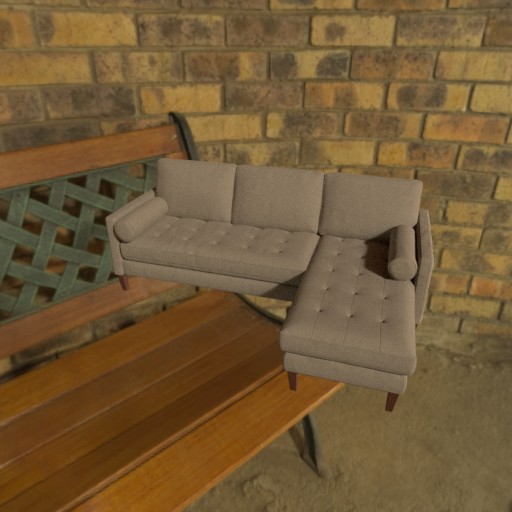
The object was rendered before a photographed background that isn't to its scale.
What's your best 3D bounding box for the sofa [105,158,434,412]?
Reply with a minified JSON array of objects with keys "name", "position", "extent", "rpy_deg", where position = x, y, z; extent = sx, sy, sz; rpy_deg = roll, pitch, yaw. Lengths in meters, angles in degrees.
[{"name":"sofa","position":[0.000,0.000,2.941],"extent":[2.178,0.875,1.506],"rpy_deg":[8,28,15]}]
